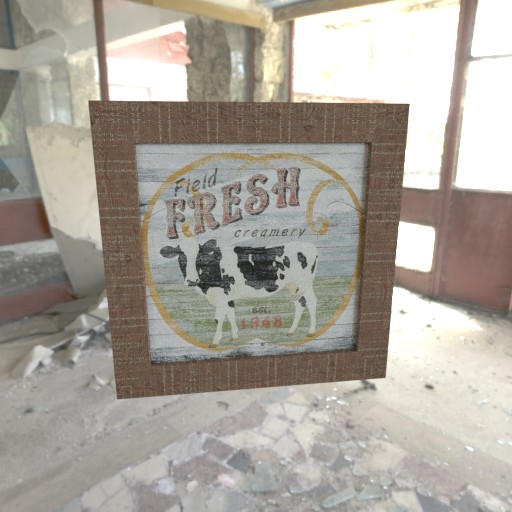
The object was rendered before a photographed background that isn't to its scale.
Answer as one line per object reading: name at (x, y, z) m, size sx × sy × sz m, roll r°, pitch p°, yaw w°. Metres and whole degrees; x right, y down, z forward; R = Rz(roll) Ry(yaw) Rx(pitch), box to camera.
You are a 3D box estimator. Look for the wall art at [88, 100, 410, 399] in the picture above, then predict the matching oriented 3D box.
wall art at (0.000, 0.000, 0.810) m, size 0.531 × 0.531 × 0.029 m, roll -2°, pitch 16°, yaw -8°
